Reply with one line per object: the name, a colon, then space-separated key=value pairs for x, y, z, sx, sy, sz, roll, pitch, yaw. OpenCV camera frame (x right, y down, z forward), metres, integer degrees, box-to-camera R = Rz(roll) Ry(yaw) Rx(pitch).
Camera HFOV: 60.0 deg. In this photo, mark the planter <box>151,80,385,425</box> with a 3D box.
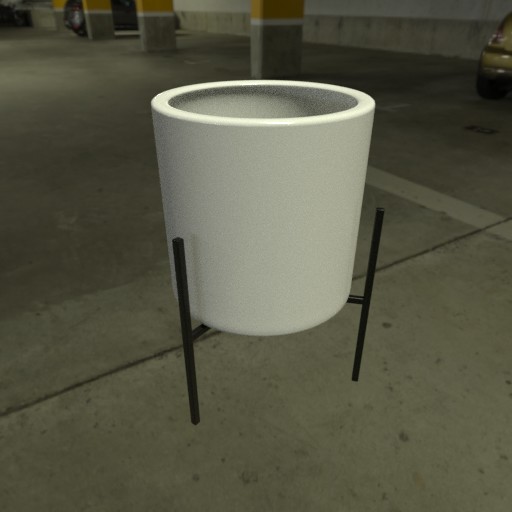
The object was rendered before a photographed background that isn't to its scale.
planter: x=0.000 y=0.000 z=0.520 sx=0.239 sy=0.356 sz=0.239 roll=22 pitch=36 yaw=34
